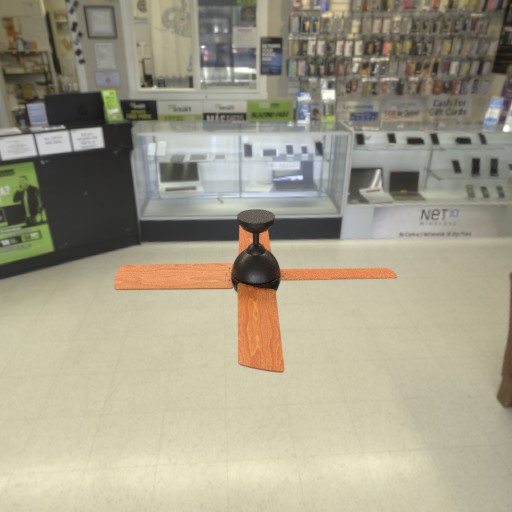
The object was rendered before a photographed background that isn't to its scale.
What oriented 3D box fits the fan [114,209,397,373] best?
[{"bbox_3d":[0.000,0.000,2.076,1.332,0.403,1.332,-1,27,-2],"label":"fan"}]
